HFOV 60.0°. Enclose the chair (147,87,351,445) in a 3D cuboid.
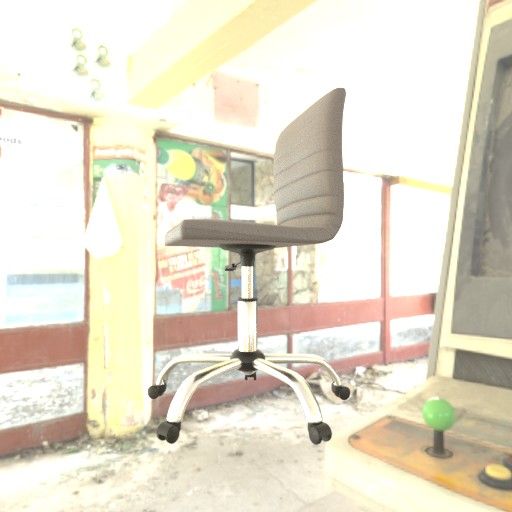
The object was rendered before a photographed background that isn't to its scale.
[{"bbox_3d":[0.000,0.000,1.151,0.530,0.780,0.556,0,-1,-17],"label":"chair"}]
